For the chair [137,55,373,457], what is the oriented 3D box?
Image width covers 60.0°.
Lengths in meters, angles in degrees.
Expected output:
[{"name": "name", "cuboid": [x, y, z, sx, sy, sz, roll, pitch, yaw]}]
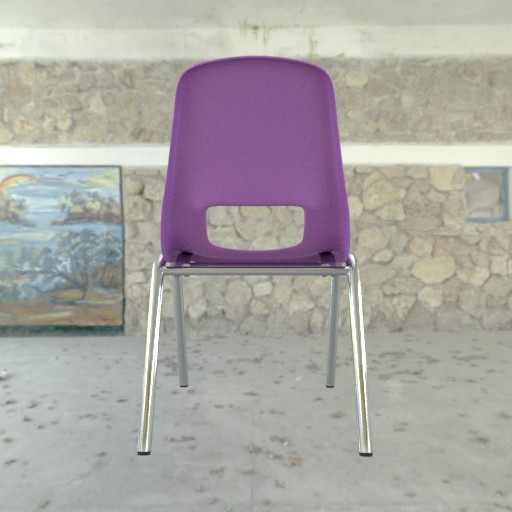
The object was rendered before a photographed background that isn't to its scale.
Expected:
[{"name": "chair", "cuboid": [0.000, 0.000, 0.688, 0.291, 0.493, 0.301, 0, 0, 1]}]
